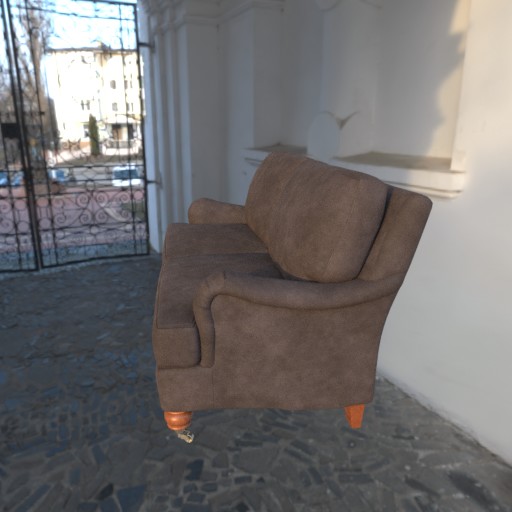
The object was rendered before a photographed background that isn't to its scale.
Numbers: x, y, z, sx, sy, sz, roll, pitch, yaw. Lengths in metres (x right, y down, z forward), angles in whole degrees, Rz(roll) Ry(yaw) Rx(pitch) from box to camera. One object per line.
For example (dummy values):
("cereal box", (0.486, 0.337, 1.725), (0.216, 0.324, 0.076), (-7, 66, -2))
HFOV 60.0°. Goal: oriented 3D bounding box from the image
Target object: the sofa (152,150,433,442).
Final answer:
("sofa", (0.000, 0.000, 2.548), (1.084, 1.101, 1.853), (-3, 17, -9))
